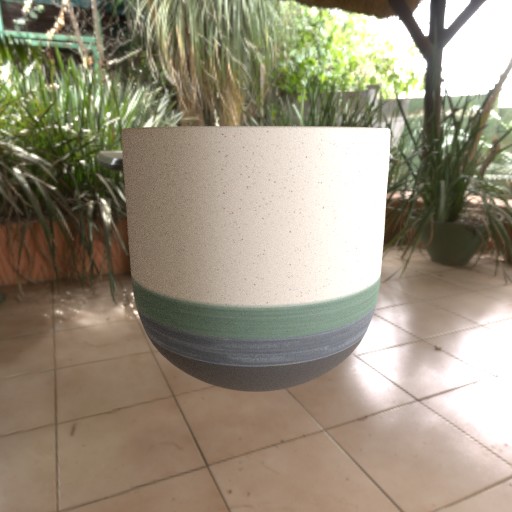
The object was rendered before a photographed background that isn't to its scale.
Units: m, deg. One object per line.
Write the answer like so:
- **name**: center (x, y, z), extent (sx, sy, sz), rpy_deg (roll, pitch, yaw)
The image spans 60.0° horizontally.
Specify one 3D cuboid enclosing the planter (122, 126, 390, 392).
- **planter**: center (0.000, 0.000, 0.491), extent (0.268, 0.270, 0.268), rpy_deg (0, 15, 0)
